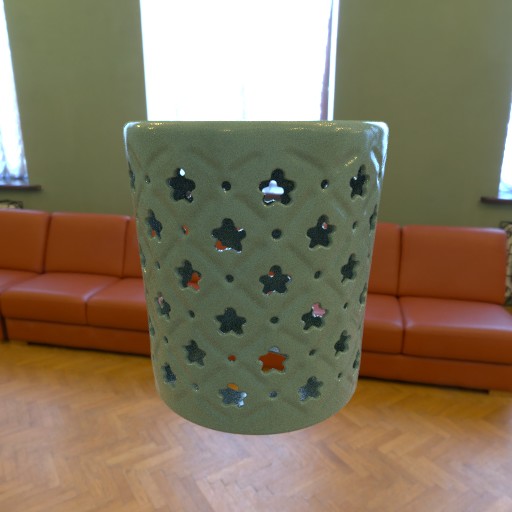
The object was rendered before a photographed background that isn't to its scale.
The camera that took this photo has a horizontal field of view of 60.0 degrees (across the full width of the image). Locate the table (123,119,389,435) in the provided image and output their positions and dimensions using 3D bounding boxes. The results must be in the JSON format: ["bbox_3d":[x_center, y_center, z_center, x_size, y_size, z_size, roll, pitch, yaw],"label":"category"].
[{"bbox_3d":[0.000,0.000,0.657,0.352,0.387,0.352,0,16,0],"label":"table"}]
